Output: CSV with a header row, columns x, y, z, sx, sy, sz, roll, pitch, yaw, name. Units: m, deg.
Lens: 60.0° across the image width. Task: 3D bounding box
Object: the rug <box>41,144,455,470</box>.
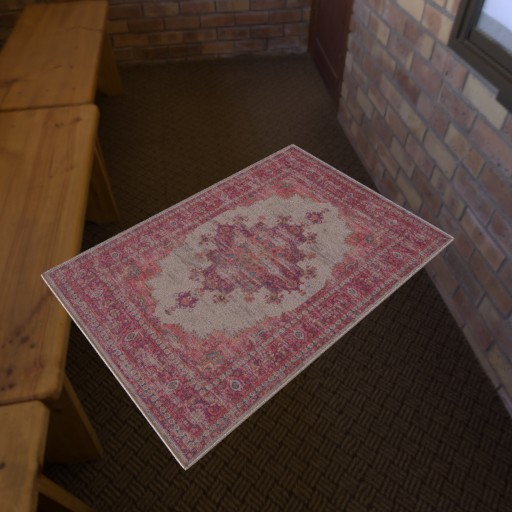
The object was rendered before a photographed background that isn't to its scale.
x,y,z,sx,sy,sz,roll,pitch,yaw,name
0.000,0.000,3.723,2.878,0.014,2.005,-33,55,-27,rug
